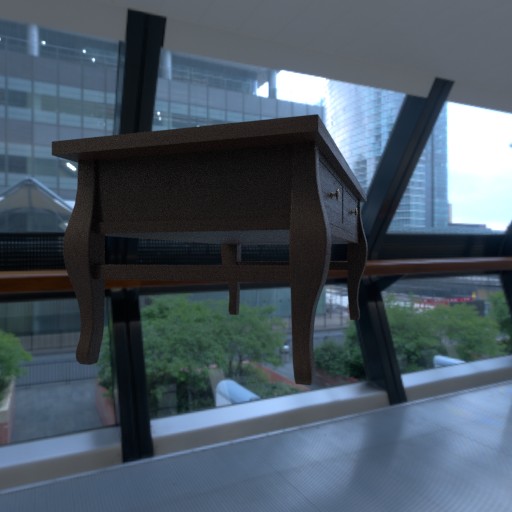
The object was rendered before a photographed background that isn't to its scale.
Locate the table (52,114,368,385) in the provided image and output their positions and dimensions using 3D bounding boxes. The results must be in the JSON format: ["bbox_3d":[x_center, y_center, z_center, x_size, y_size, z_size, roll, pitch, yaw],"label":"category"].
[{"bbox_3d":[0.000,0.000,1.373,0.600,0.494,1.062,0,0,18],"label":"table"}]
